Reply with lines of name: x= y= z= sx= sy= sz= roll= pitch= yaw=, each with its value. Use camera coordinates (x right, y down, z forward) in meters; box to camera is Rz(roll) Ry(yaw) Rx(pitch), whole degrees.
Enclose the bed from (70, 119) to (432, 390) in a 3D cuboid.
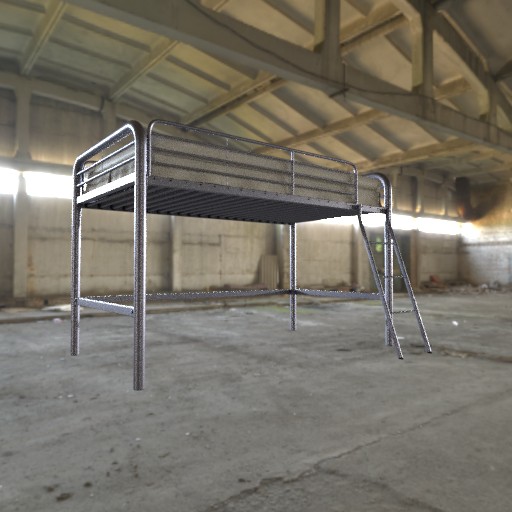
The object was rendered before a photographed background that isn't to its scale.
bed: x=0.000 y=0.000 z=2.936 sx=1.965 sy=1.288 sz=1.415 roll=1 pitch=-2 yaw=-38
